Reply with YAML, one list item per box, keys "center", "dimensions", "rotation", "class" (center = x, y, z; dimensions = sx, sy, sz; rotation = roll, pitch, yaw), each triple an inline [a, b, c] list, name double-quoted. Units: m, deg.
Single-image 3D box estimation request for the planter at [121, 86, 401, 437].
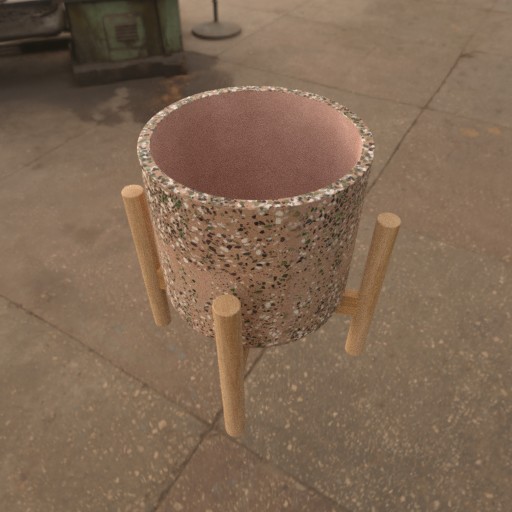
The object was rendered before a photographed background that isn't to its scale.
- center: [0.000, 0.000, 0.533]
  dimensions: [0.284, 0.320, 0.284]
  rotation: [24, 50, 23]
  class: "planter"
